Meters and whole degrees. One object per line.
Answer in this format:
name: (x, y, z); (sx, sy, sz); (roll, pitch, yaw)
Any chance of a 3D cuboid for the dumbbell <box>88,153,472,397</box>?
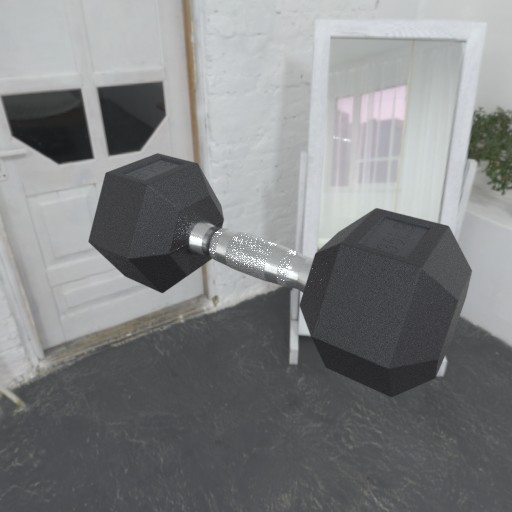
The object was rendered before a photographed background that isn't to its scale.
dumbbell: (0.000, 0.000, 0.417); (0.356, 0.123, 0.141); (19, 36, 28)
